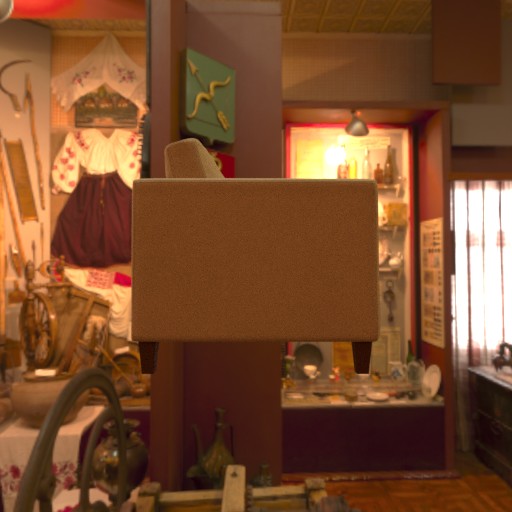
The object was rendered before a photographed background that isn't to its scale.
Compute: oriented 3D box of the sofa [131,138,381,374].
[{"bbox_3d":[0.000,0.000,2.697,0.948,0.932,2.181,0,-1,0],"label":"sofa"}]
